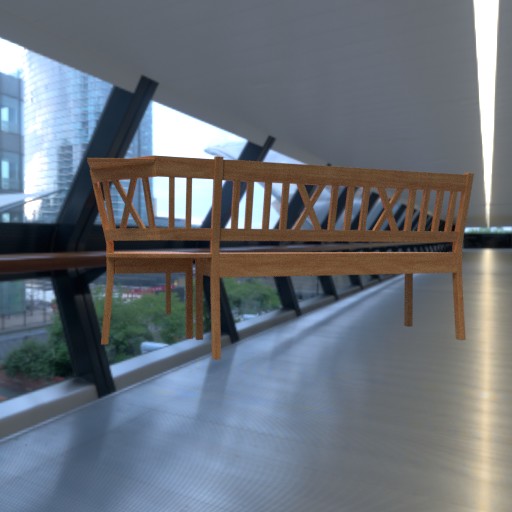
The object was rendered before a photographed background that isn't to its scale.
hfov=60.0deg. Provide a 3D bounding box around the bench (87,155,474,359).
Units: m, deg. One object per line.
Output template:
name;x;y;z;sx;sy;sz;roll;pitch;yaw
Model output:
bench;0.000;0.000;2.794;1.937;0.902;1.537;0;1;-18
